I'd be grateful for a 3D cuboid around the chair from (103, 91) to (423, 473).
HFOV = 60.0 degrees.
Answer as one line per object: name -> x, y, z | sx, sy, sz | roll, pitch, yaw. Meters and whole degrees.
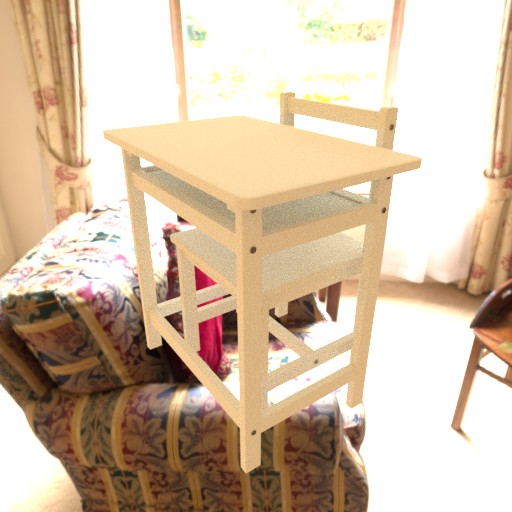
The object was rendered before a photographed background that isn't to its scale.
chair -> 0.000, 0.000, 1.043 | 0.461, 0.673, 0.599 | -17, 31, -31
